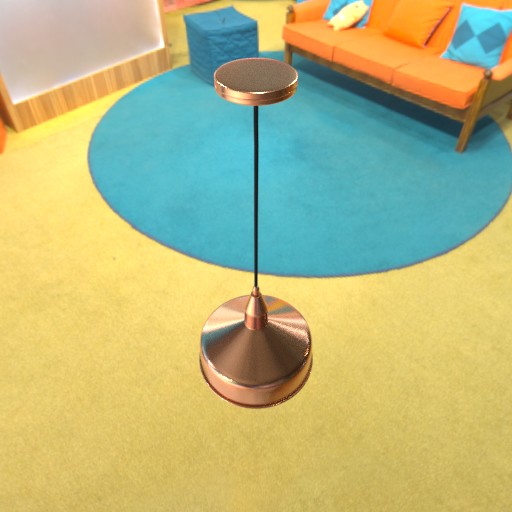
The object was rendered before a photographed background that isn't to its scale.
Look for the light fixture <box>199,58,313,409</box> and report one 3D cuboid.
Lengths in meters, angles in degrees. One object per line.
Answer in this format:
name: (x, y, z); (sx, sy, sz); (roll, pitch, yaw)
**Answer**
light fixture: (0.000, 0.000, 0.916); (0.301, 0.754, 0.301); (4, 45, 4)
